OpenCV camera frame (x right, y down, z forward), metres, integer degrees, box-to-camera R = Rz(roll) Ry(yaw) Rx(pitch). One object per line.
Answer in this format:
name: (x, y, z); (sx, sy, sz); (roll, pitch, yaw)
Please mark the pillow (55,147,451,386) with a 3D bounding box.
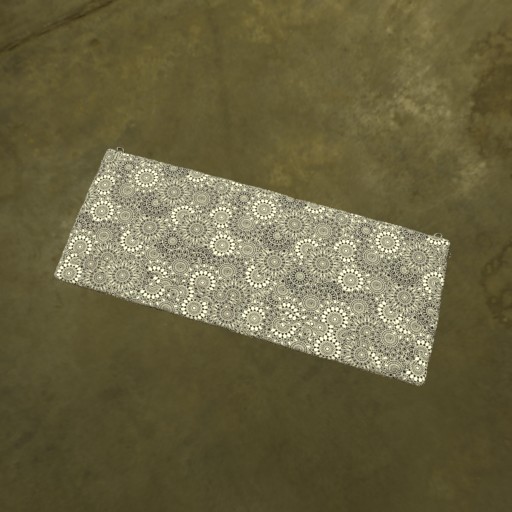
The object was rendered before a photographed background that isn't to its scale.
pillow: (0.000, 0.000, 1.387); (1.187, 0.081, 0.492); (16, 76, 4)
